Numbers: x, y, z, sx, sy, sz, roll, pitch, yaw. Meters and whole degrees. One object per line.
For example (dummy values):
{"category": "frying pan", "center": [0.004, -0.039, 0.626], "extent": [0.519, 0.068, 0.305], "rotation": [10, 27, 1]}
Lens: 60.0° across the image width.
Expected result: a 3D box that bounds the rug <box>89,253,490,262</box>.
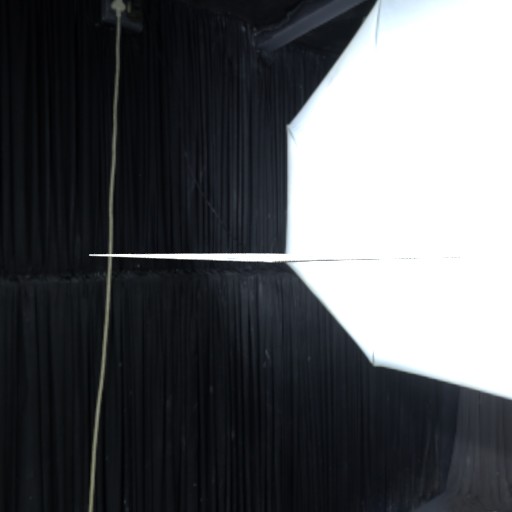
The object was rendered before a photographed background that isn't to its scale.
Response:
{"category": "rug", "center": [0.000, 0.000, 2.300], "extent": [1.202, 0.006, 1.813], "rotation": [-1, 1, -36]}
